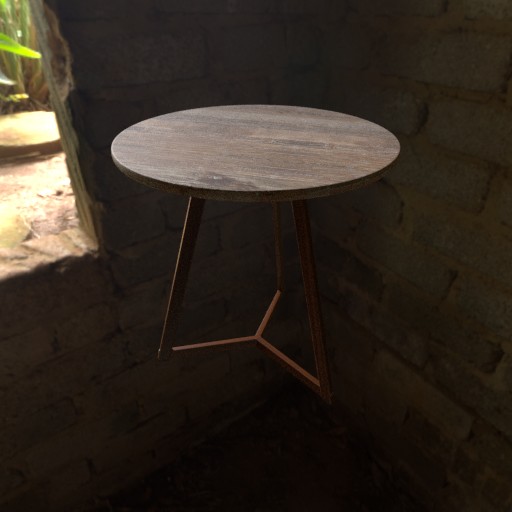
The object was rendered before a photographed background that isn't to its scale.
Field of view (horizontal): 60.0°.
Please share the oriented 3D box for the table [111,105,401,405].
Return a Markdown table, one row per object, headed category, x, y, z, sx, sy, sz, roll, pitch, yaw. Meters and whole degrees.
| category | x | y | z | sx | sy | sz | roll | pitch | yaw |
| --- | --- | --- | --- | --- | --- | --- | --- | --- | --- |
| table | 0.000 | 0.000 | 0.921 | 0.500 | 0.500 | 0.500 | 0 | 31 | 0 |
